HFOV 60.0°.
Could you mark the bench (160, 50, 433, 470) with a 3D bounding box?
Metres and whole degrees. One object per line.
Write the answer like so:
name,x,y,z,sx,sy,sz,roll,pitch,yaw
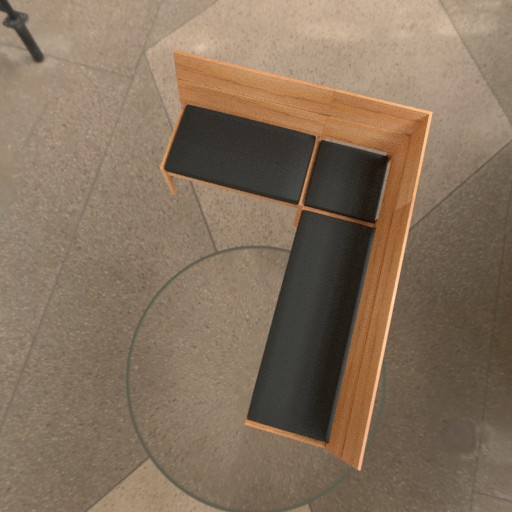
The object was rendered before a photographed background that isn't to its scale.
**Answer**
bench,0.000,0.000,2.768,1.548,0.890,1.948,15,76,4
